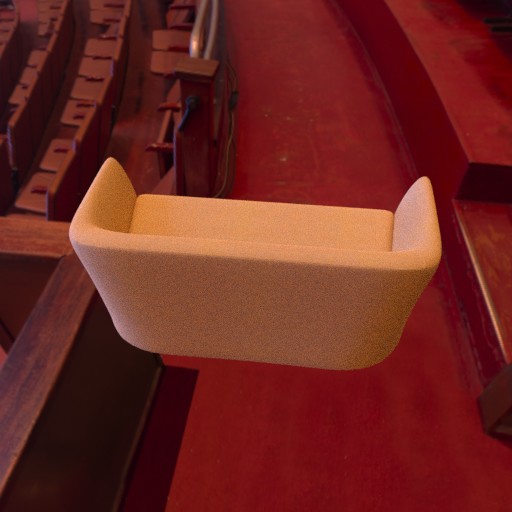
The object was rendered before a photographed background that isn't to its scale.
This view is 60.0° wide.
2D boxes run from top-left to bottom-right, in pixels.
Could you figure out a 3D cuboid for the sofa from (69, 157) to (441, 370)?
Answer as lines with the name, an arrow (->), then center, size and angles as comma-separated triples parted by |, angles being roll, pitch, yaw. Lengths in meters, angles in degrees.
sofa -> 0.000, 0.000, 1.904 | 1.452, 0.721, 0.705 | 4, 46, 4
